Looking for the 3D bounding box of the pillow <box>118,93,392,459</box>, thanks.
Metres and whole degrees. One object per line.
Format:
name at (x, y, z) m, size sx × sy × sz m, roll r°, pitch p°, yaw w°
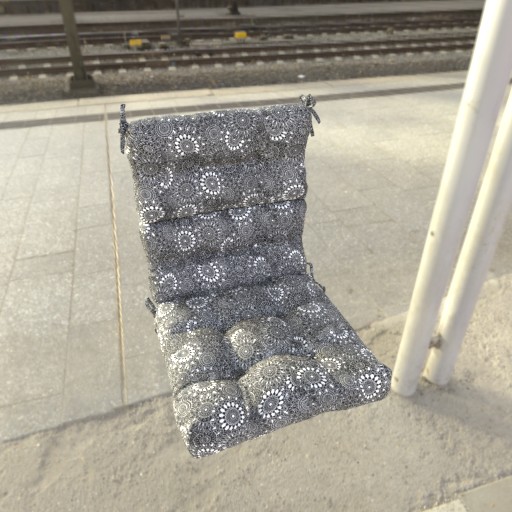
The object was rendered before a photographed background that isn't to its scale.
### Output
pillow at (0.000, 0.000, 1.027) m, size 0.519 × 0.605 × 0.571 m, roll -11°, pitch 35°, yaw -16°
